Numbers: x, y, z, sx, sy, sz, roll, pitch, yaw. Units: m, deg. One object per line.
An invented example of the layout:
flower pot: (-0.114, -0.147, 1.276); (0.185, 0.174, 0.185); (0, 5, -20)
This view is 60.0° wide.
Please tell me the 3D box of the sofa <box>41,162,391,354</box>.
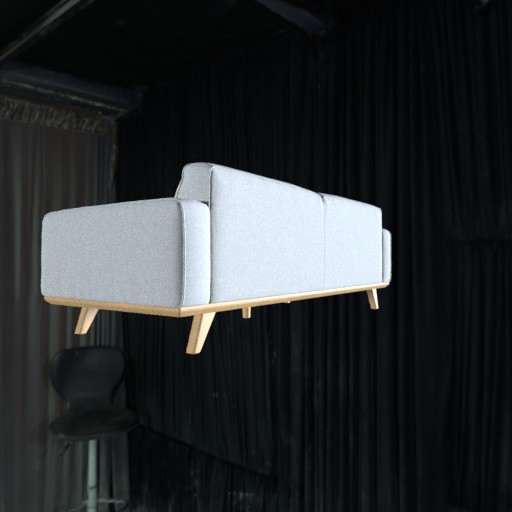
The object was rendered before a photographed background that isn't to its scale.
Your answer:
sofa: (0.000, 0.000, 2.762); (0.956, 0.781, 2.270); (0, 0, 36)
